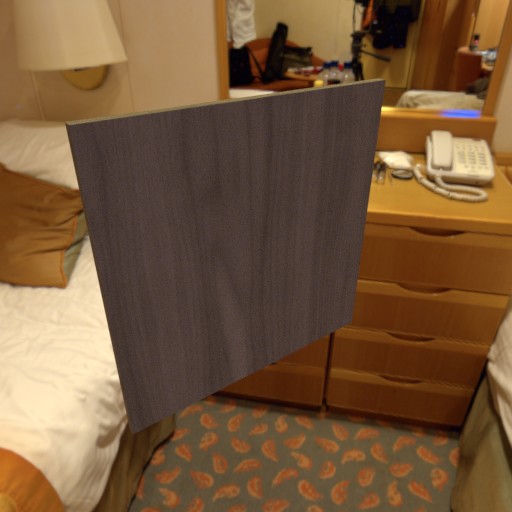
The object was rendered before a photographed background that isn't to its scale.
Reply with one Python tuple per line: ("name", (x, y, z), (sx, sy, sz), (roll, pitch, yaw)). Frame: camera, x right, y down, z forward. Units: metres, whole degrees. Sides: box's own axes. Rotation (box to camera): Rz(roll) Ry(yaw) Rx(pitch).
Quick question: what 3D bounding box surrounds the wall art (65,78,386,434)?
("wall art", (0.000, 0.000, 0.736), (0.508, 0.507, 0.016), (-20, 36, -30))
